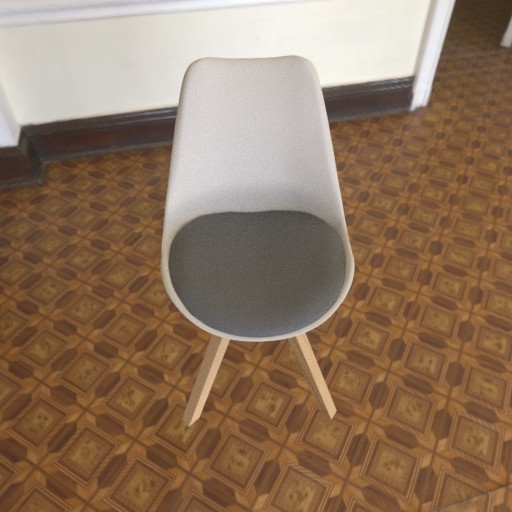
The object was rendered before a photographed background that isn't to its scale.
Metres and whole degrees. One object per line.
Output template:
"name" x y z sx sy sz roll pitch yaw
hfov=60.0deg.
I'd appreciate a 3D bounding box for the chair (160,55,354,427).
"chair" 0.000 0.000 1.182 0.485 0.850 0.550 -2 44 -2
